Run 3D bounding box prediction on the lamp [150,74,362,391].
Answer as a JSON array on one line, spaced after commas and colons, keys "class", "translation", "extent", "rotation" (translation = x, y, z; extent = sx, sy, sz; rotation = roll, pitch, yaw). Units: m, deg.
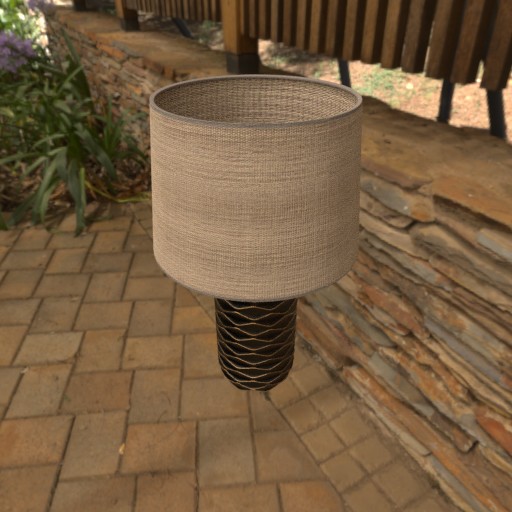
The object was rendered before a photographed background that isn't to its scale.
[{"class": "lamp", "translation": [0.000, 0.000, 0.847], "extent": [0.376, 0.594, 0.376], "rotation": [0, 32, 0]}]
